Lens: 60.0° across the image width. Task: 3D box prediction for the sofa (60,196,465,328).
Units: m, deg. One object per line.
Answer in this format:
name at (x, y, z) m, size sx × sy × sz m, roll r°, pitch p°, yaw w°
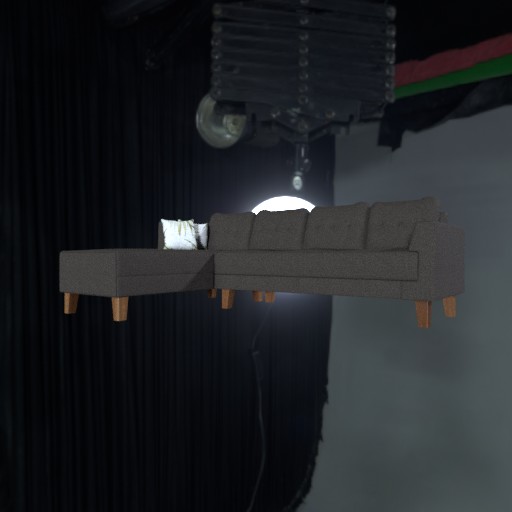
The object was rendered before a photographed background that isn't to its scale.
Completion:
sofa at (0.000, 0.000, 3.515) m, size 2.679 × 0.932 × 1.829 m, roll 0°, pitch 0°, yaw 38°
